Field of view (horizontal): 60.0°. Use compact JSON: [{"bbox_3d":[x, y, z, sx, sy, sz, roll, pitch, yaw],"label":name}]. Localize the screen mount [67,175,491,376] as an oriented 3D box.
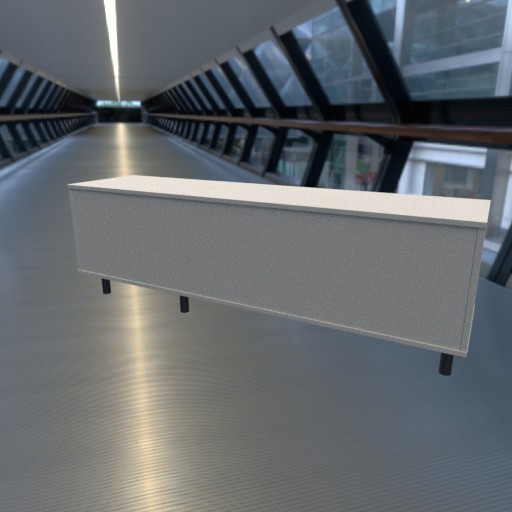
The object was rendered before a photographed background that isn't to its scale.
[{"bbox_3d":[0.000,0.000,1.776,1.600,0.520,0.418,9,19,27],"label":"screen mount"}]
